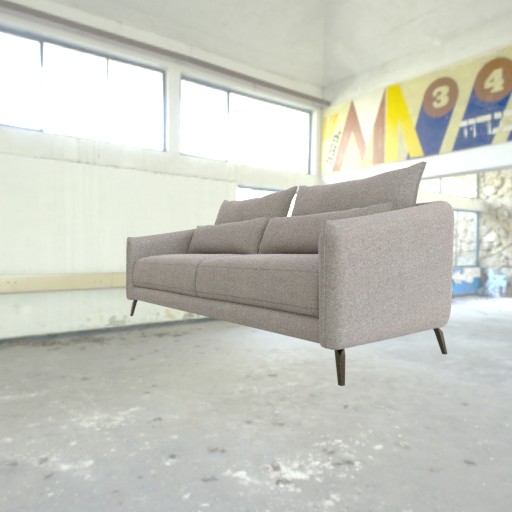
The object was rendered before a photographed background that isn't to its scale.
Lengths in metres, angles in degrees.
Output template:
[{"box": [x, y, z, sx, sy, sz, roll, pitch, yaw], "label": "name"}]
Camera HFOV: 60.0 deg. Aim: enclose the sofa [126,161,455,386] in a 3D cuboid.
[{"box": [0.000, 0.000, 2.453, 0.809, 0.833, 2.022, 0, 0, -35], "label": "sofa"}]
